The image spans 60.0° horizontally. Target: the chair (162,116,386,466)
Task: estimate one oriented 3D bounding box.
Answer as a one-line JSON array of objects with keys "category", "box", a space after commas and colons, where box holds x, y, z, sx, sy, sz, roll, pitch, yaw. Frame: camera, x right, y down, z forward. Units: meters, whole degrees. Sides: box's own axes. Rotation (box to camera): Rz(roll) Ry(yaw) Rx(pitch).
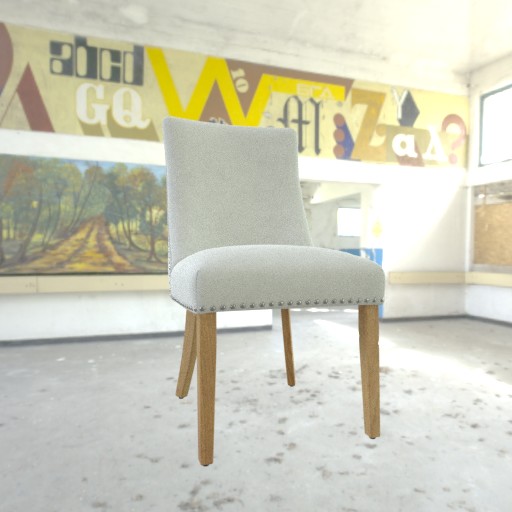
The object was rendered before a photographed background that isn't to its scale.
[{"category": "chair", "box": [0.000, 0.000, 1.290, 0.495, 0.902, 0.610, 0, 1, -19]}]
